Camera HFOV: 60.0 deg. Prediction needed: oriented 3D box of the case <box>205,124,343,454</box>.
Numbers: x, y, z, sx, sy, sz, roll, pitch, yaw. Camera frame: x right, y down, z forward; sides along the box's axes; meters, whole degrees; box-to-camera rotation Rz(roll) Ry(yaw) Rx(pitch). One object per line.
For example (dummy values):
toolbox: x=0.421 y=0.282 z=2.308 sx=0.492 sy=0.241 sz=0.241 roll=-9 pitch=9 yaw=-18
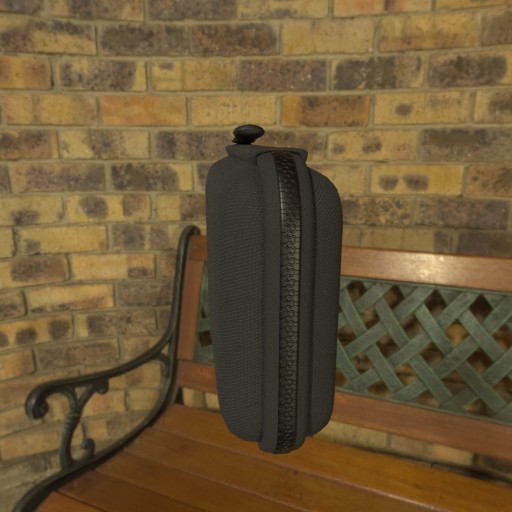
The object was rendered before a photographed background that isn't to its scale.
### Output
case: x=0.000 y=0.000 z=0.181 sx=0.038 sy=0.105 sz=0.132 roll=-2 pitch=15 yaw=-8
